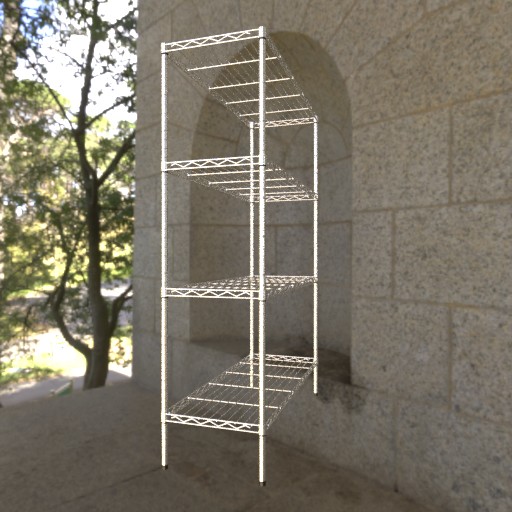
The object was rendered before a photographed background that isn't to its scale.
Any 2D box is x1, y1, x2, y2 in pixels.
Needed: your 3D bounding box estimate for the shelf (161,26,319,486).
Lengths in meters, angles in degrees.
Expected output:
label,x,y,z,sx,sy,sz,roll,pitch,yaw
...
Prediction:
label,x,y,z,sx,sy,sz,roll,pitch,yaw
shelf,0.000,0.000,1.788,0.352,1.360,0.907,0,0,18
